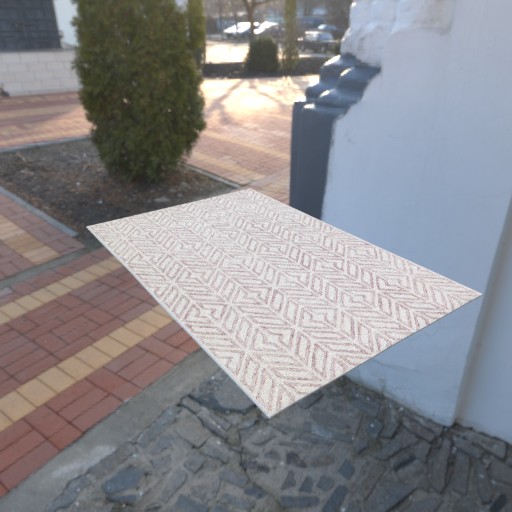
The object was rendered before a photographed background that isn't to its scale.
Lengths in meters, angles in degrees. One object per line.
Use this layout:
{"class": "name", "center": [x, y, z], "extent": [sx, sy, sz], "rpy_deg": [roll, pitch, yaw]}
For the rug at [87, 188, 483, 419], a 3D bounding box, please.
{"class": "rug", "center": [0.000, 0.000, 2.349], "extent": [1.220, 0.007, 1.828], "rpy_deg": [-18, 33, -31]}
